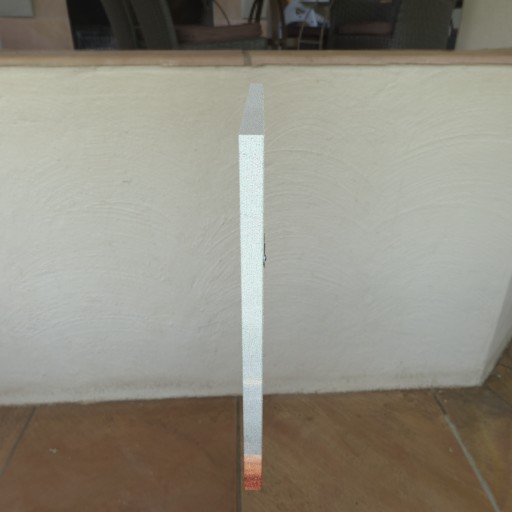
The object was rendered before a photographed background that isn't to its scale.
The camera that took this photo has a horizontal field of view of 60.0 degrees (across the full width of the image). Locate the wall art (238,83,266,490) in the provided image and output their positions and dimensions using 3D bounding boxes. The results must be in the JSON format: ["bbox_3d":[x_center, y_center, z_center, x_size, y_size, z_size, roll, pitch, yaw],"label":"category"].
[{"bbox_3d":[0.000,0.000,0.605,0.023,0.405,0.405,0,26,1],"label":"wall art"}]
